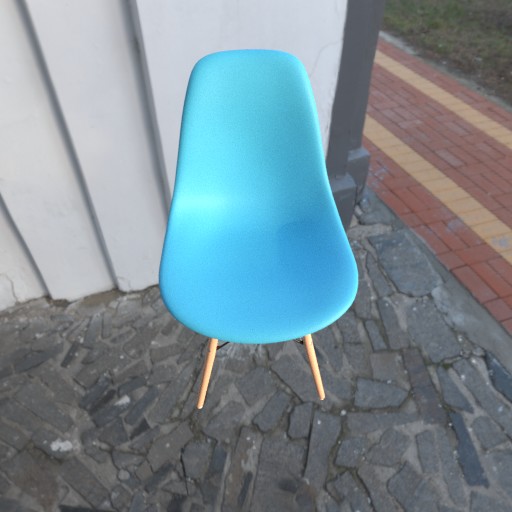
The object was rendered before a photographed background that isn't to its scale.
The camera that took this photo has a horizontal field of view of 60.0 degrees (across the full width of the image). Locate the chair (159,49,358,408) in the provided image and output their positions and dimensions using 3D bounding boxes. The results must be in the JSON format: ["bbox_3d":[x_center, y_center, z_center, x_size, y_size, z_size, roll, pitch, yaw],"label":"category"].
[{"bbox_3d":[0.000,0.000,1.133,0.470,0.826,0.531,-3,45,-3],"label":"chair"}]
